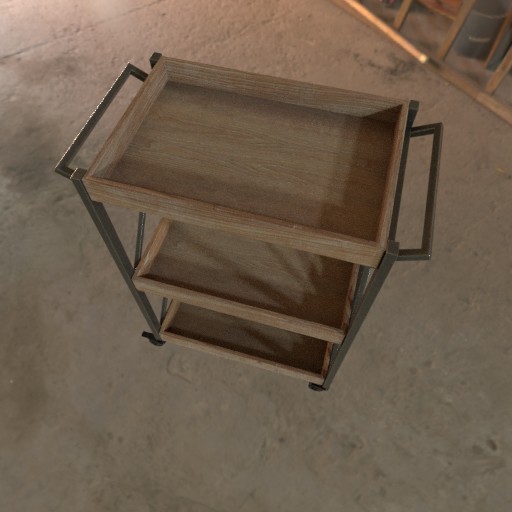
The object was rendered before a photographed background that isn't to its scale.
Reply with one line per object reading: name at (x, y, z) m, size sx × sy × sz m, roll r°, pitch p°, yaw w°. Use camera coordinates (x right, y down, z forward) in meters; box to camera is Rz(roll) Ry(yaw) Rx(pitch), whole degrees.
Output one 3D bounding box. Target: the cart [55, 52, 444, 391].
cart at (0.000, 0.000, 1.168) m, size 0.673 × 0.835 × 0.377 m, roll 14°, pitch 60°, yaw 8°
